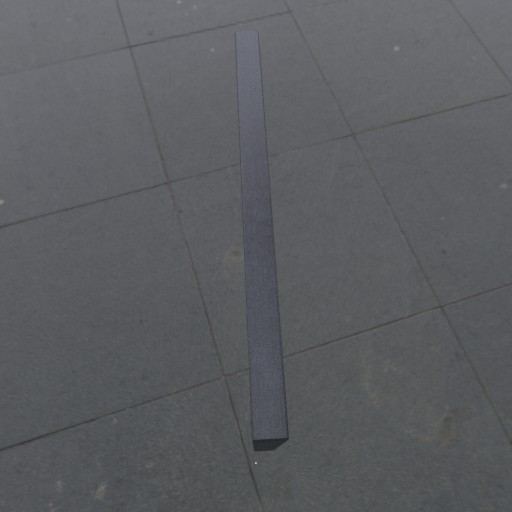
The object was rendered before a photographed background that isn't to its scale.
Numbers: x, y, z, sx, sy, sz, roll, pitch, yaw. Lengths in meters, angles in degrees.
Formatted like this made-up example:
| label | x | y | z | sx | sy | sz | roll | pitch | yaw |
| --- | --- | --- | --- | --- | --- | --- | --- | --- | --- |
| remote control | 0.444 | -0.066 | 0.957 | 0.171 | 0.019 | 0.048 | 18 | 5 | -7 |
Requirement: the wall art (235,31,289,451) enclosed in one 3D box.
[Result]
| label | x | y | z | sx | sy | sz | roll | pitch | yaw |
| --- | --- | --- | --- | --- | --- | --- | --- | --- | --- |
| wall art | 0.000 | 0.000 | 0.767 | 0.038 | 0.409 | 0.610 | -3 | 65 | -1 |
